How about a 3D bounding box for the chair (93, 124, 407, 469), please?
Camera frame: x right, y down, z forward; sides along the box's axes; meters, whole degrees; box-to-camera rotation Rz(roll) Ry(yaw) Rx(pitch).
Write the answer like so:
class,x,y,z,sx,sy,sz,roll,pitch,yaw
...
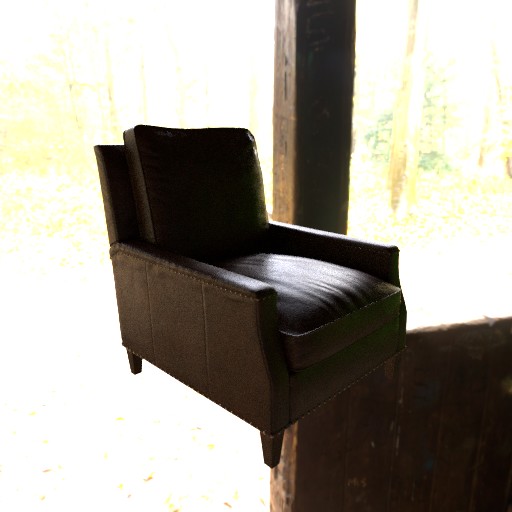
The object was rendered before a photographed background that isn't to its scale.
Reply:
class,x,y,z,sx,sy,sz,roll,pitch,yaw
chair,0.000,0.000,1.839,1.035,1.054,0.854,14,20,43
